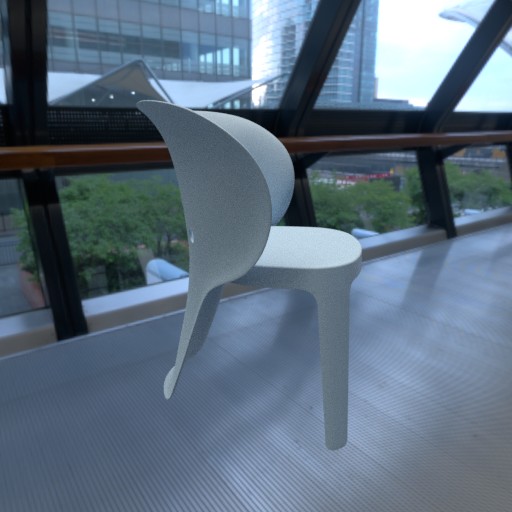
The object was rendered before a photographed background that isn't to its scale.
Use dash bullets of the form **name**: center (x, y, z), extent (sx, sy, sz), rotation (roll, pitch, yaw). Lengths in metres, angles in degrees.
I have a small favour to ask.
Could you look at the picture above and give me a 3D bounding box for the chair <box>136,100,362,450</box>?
- **chair**: center (0.000, 0.000, 0.863), extent (0.402, 0.554, 0.451), rotation (2, 16, 9)
